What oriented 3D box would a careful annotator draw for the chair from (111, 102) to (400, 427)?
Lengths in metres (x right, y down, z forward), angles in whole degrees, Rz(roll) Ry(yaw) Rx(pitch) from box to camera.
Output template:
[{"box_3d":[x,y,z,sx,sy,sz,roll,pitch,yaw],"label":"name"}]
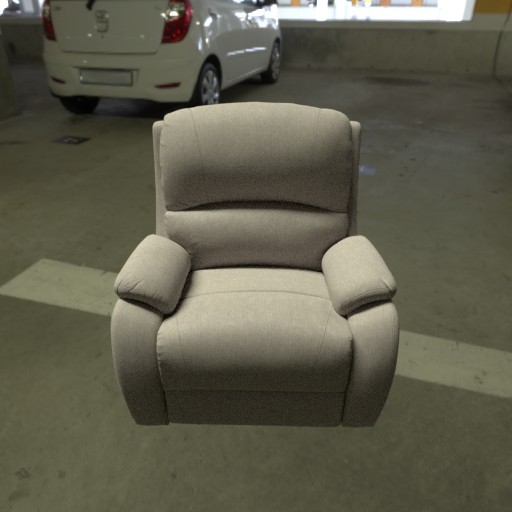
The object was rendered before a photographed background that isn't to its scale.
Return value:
[{"box_3d":[0.000,0.000,1.697,0.930,1.011,0.899,0,30,0],"label":"chair"}]
